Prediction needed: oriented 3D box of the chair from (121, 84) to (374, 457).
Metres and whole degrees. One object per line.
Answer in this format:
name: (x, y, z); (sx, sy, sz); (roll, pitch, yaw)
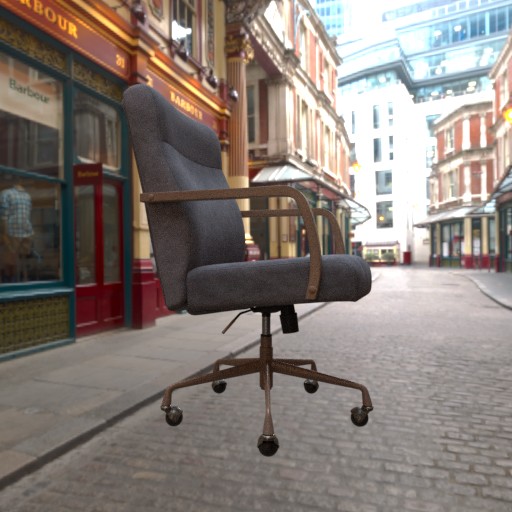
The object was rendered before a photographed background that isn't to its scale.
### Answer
chair: (0.000, 0.000, 1.445); (0.741, 1.029, 0.640); (0, -1, 18)
